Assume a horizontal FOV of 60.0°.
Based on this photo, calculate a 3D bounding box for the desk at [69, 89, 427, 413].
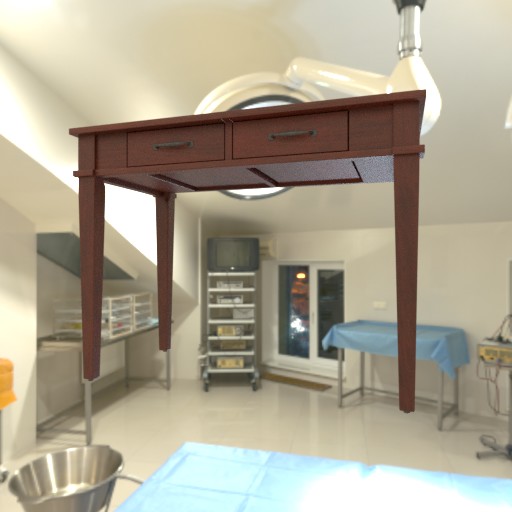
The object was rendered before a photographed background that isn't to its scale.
[{"bbox_3d":[0.000,0.000,1.430,1.001,0.762,0.549,0,0,18],"label":"desk"}]
